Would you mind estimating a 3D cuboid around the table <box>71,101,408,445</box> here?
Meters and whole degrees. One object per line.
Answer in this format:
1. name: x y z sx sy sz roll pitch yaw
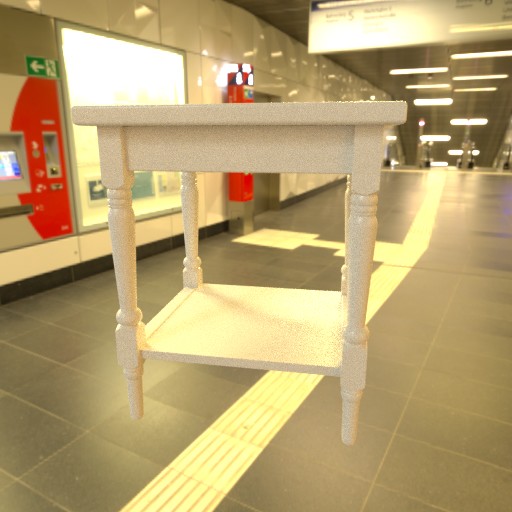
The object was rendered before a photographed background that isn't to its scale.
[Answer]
1. table: 0.000 0.000 0.909 0.488 0.565 0.442 3 15 10
